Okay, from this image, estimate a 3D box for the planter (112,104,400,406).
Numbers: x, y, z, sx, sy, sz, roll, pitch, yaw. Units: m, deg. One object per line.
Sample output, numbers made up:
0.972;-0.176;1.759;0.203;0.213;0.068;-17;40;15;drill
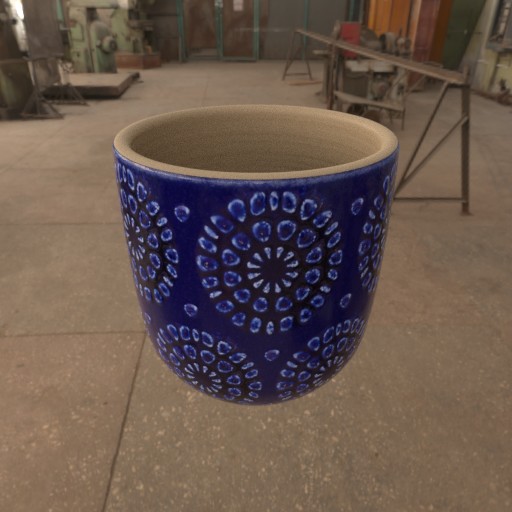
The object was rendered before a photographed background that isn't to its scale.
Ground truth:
0.000;0.000;0.199;0.109;0.112;0.109;0;29;0;planter
